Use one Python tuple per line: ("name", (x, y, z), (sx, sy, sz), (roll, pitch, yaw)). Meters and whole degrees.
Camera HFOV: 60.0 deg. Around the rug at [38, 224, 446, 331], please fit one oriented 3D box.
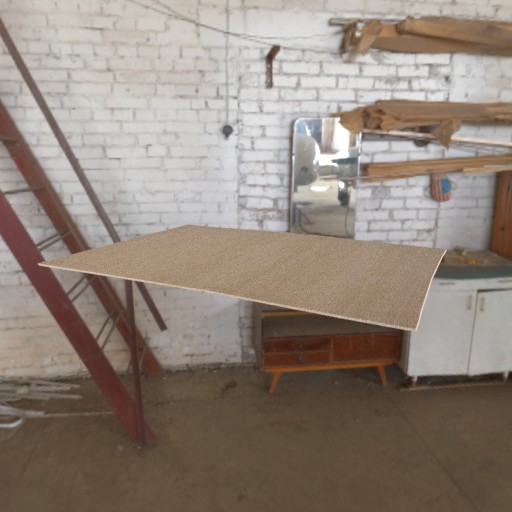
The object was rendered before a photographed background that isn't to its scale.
("rug", (0.000, 0.000, 3.763), (2.869, 0.038, 2.032), (7, 16, 26))
